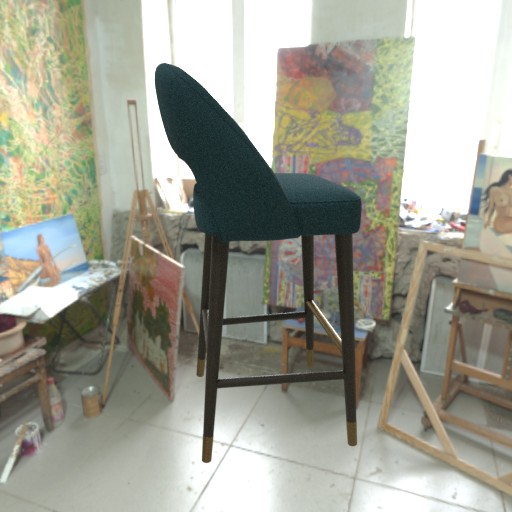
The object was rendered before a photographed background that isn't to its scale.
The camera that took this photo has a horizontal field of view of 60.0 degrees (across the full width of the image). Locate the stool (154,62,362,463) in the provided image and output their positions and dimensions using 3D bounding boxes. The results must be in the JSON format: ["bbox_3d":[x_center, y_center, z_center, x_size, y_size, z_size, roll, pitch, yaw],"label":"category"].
[{"bbox_3d":[0.000,0.000,1.306,0.522,1.032,0.536,-3,17,-9],"label":"stool"}]
